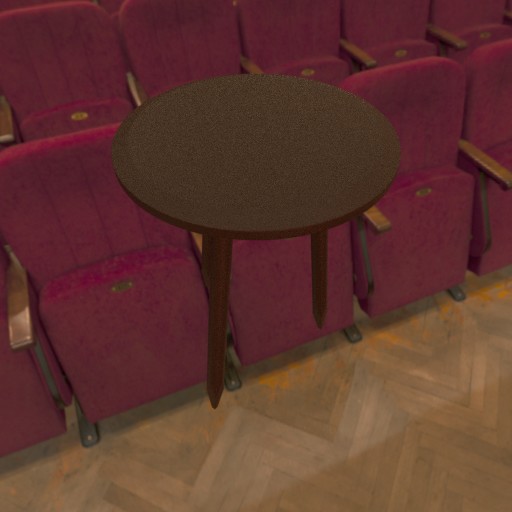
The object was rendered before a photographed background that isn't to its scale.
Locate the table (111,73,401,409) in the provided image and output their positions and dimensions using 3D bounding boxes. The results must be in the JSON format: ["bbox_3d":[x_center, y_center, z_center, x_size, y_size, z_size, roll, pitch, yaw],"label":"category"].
[{"bbox_3d":[0.000,0.000,0.920,0.457,0.585,0.457,0,46,0],"label":"table"}]
